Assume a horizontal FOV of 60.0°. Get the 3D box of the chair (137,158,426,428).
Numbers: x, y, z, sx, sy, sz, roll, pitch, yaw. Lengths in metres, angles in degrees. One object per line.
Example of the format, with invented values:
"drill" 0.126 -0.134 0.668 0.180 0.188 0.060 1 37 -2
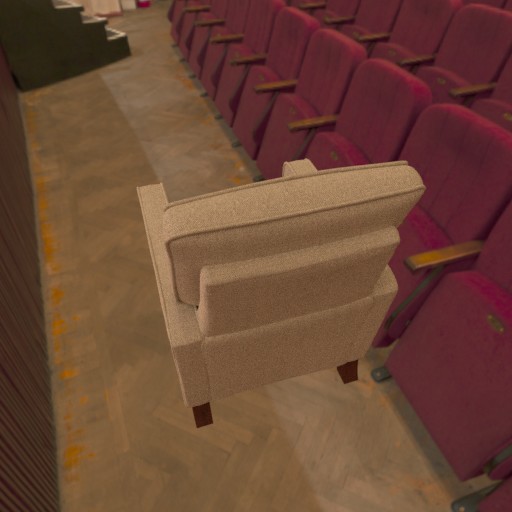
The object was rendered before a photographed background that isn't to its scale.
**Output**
"chair" 0.000 0.000 1.425 0.648 0.888 0.754 -12 43 -13
